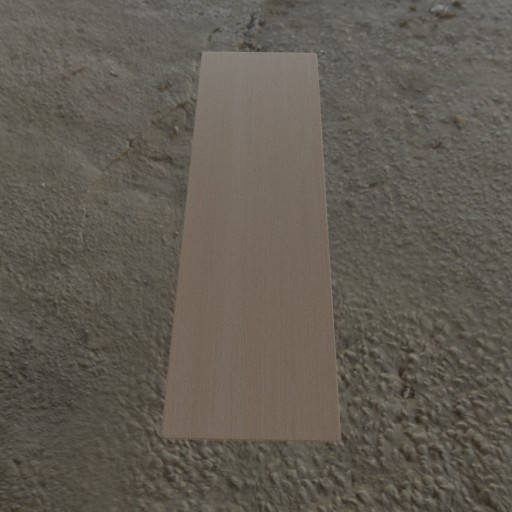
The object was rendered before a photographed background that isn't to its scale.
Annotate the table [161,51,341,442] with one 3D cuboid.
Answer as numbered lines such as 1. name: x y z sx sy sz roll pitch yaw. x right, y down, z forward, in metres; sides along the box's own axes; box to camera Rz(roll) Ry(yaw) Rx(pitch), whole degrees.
1. table: 0.000 0.000 1.745 0.447 0.750 1.397 1 63 0
